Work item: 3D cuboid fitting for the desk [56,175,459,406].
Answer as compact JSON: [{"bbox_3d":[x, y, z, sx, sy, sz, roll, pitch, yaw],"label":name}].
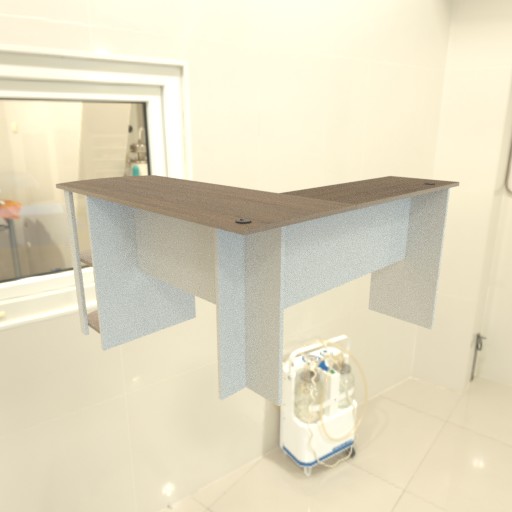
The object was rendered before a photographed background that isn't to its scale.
[{"bbox_3d":[0.000,0.000,2.141,1.361,0.716,1.303,-16,23,-42],"label":"desk"}]
